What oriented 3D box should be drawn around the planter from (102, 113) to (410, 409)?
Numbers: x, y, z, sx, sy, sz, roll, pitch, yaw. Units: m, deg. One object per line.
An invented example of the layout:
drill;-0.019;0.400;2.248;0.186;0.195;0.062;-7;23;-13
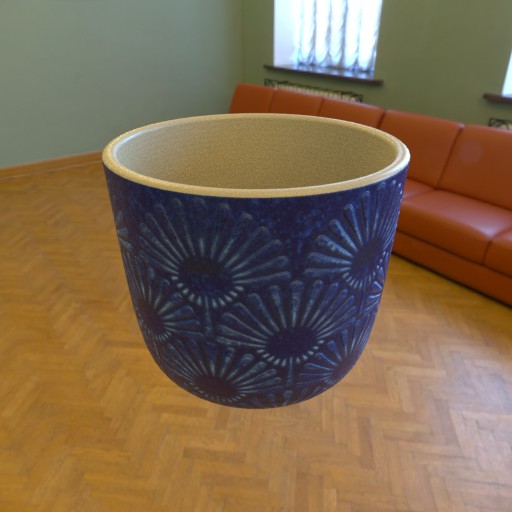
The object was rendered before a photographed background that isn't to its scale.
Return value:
planter;0.000;0.000;0.211;0.124;0.109;0.124;0;28;0
